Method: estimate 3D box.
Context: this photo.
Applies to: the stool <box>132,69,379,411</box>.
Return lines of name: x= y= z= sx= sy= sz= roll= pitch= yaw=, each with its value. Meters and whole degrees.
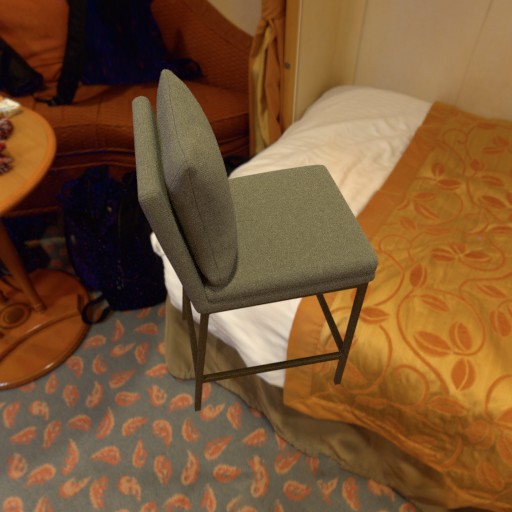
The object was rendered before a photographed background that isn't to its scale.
stool: x=0.000 y=0.000 z=1.368 sx=0.569 sy=1.031 sz=0.463 roll=-9 pitch=47 yaw=-9
